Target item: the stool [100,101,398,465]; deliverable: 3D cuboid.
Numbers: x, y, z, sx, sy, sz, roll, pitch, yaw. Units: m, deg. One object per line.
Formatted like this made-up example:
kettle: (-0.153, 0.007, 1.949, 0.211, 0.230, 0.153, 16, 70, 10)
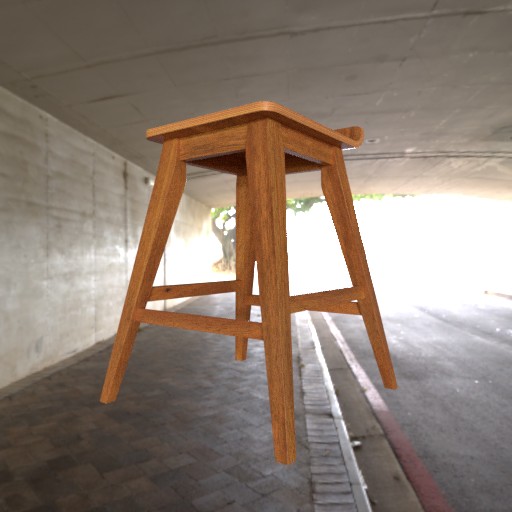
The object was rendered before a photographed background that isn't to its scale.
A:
stool: (0.000, 0.000, 1.040, 0.500, 0.650, 0.500, 0, 1, 37)
